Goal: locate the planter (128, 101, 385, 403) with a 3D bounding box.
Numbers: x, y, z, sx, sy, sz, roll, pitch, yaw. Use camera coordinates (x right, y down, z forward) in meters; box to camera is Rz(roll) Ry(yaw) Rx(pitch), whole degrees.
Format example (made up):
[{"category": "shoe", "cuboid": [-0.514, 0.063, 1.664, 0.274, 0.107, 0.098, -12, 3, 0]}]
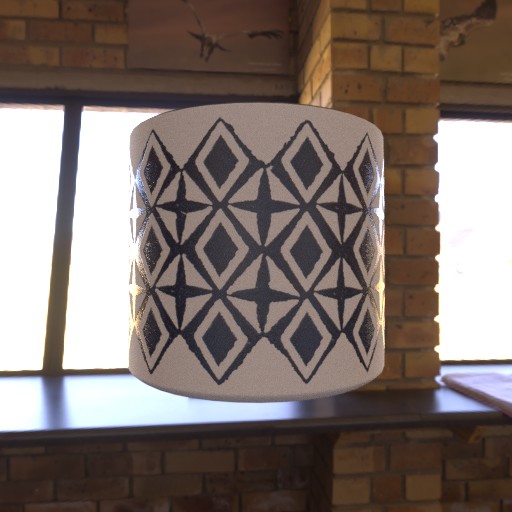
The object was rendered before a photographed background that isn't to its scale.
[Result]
[{"category": "planter", "cuboid": [0.000, 0.000, 0.327, 0.182, 0.165, 0.182, 0, -1, 0]}]
